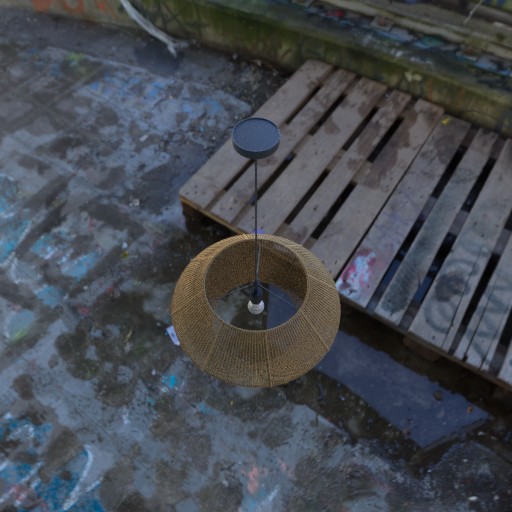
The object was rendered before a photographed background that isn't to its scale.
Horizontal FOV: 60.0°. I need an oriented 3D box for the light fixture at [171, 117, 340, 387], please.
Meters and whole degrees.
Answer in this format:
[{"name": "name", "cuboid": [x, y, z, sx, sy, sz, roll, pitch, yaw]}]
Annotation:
[{"name": "light fixture", "cuboid": [0.000, 0.000, 1.396, 0.643, 1.009, 0.643, 0, 58, 0]}]
